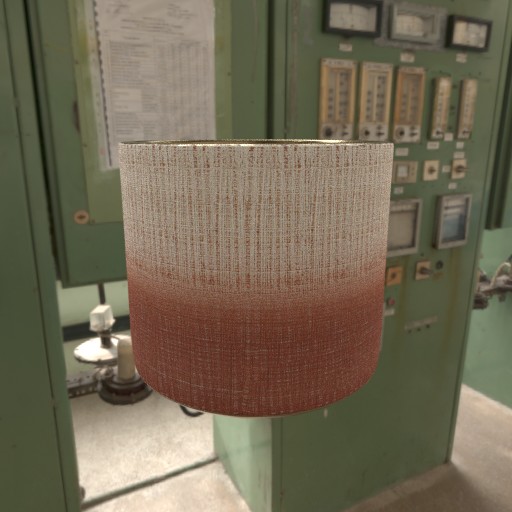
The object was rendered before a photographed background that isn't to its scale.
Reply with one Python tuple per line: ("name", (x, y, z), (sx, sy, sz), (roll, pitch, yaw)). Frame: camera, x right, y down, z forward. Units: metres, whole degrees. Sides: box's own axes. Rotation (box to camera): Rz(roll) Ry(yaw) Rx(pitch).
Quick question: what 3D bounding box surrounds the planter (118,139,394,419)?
("planter", (0.000, 0.000, 0.313), (0.178, 0.157, 0.178), (0, 15, 0))
